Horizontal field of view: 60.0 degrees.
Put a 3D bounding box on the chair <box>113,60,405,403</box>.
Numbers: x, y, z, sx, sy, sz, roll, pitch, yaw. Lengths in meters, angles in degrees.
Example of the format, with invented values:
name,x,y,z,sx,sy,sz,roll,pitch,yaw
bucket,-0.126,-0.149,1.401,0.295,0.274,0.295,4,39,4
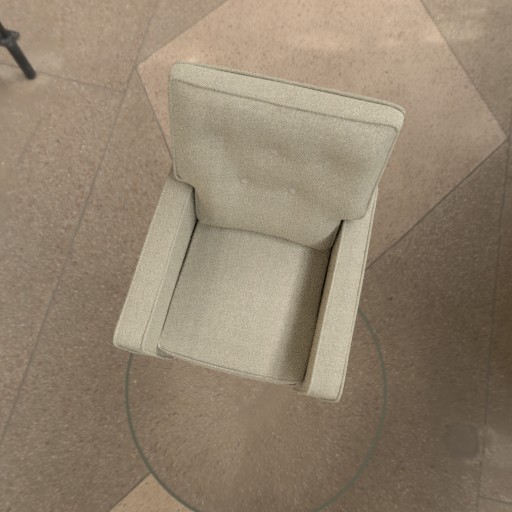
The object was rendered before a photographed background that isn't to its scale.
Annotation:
name,x,y,z,sx,sy,sz,roll,pitch,yaw
chair,0.000,0.000,1.393,0.648,0.888,0.754,13,75,4
